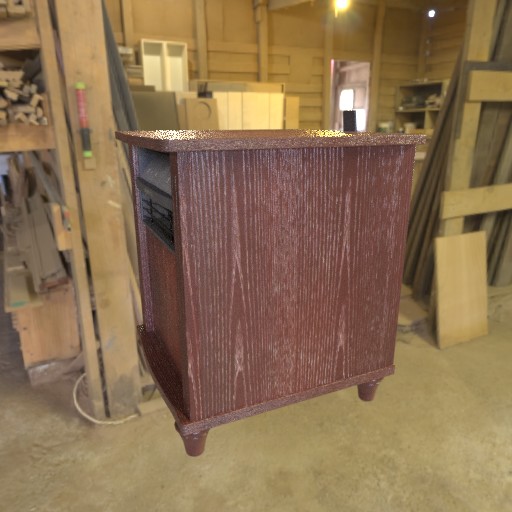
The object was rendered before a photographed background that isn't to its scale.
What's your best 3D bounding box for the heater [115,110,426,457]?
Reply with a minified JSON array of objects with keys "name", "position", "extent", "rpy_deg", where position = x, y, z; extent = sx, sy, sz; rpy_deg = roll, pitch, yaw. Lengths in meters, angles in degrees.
[{"name":"heater","position":[0.000,0.000,0.766],"extent":[0.400,0.481,0.362],"rpy_deg":[-8,19,-24]}]
